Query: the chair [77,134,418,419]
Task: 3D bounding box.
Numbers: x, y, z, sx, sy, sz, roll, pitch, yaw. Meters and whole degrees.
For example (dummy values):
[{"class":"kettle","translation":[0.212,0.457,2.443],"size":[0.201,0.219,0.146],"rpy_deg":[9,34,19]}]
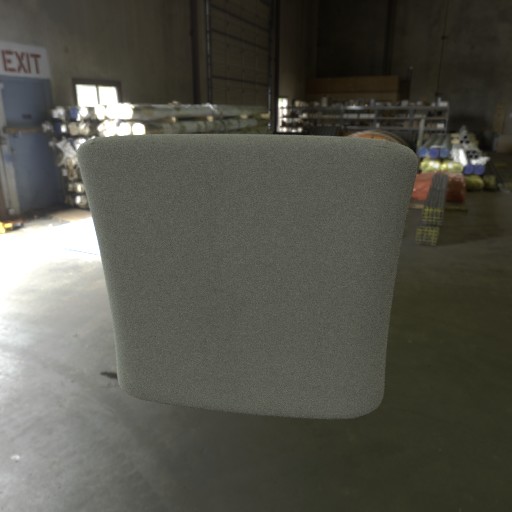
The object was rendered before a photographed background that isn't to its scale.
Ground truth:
[{"class":"chair","translation":[0.000,0.000,1.294],"size":[0.790,0.720,0.700],"rpy_deg":[3,19,8]}]
